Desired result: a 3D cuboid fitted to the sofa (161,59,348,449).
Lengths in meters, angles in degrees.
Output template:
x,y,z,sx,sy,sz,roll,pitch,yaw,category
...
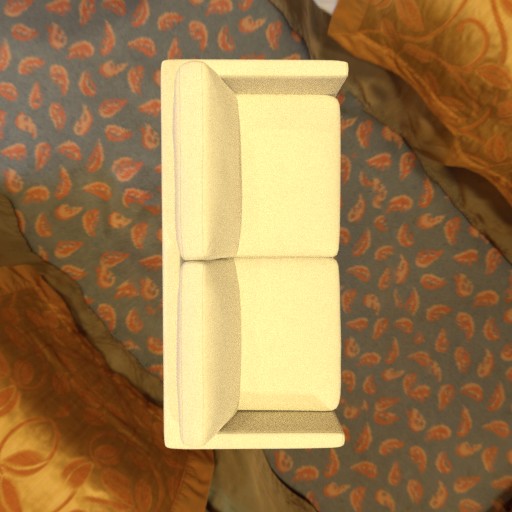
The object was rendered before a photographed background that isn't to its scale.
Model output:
x,y,z,sx,sy,sz,roll,pitch,yaw,category
0.000,0.000,2.484,0.965,0.889,1.981,0,92,-1,sofa
